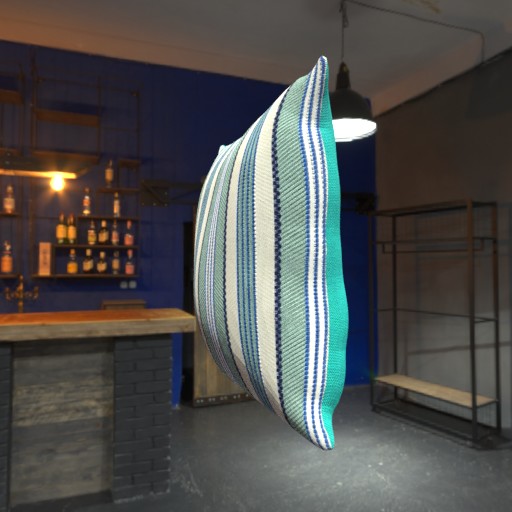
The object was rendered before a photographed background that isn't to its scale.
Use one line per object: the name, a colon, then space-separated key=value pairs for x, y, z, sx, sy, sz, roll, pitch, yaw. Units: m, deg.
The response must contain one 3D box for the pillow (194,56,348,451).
pillow: x=0.000 y=0.000 z=0.679 sx=0.182 sy=0.441 sz=0.440 roll=0 pitch=-1 yaw=-19
